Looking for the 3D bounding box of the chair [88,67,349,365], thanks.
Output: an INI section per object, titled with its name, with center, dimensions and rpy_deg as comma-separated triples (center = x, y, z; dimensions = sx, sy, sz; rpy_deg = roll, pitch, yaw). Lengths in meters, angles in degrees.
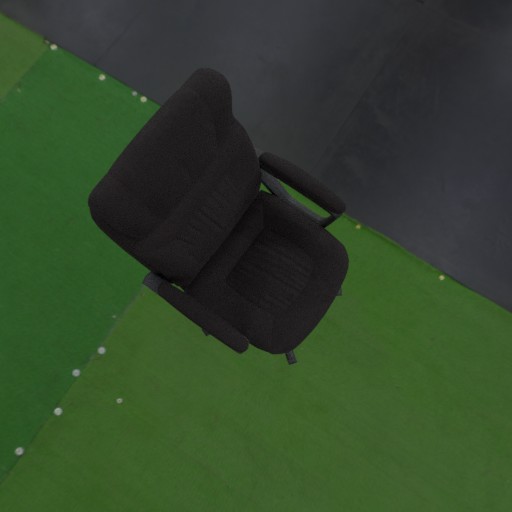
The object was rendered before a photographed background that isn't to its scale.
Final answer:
[chair]
center = 0.000, 0.000, 1.576
dimensions = 0.724, 1.105, 0.667
rpy_deg = 35, 79, 8
